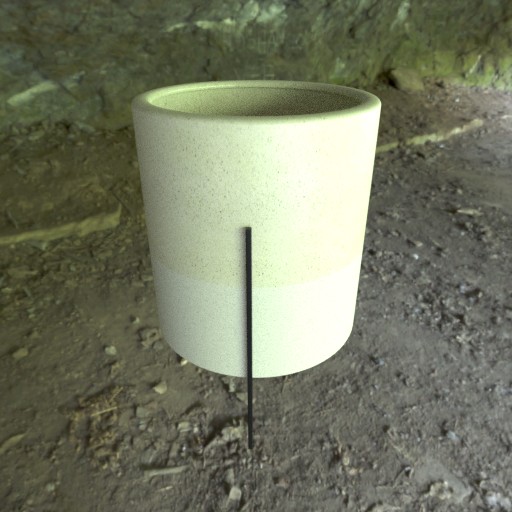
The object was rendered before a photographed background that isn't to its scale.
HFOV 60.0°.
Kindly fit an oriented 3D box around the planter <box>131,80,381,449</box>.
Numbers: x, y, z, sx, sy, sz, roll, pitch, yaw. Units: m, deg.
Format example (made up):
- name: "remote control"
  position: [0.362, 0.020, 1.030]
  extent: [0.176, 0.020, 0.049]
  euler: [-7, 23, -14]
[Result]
- name: "planter"
  position: [0.000, 0.000, 0.699]
  extent: [0.324, 0.483, 0.333]
  euler: [1, 28, 3]
